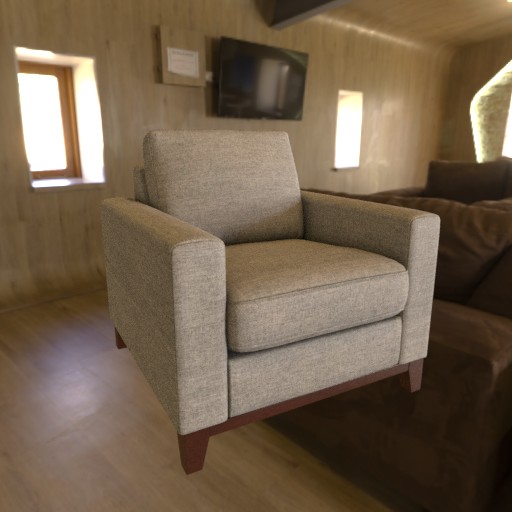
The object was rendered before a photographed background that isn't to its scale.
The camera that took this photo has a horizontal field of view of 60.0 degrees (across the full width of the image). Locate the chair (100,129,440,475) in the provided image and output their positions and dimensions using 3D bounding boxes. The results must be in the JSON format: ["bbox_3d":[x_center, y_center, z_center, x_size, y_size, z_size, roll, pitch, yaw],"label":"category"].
[{"bbox_3d":[0.000,0.000,1.816,1.024,1.010,1.038,-8,16,-28],"label":"chair"}]
